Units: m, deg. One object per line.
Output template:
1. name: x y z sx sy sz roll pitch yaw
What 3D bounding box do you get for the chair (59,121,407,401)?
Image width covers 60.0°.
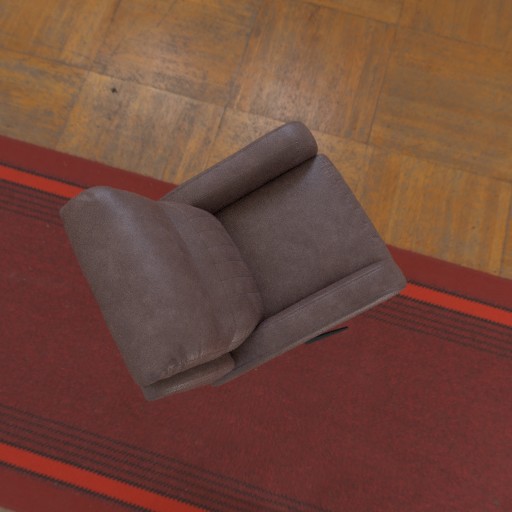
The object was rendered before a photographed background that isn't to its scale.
1. chair: 0.000 0.000 1.790 1.067 1.067 0.865 -28 77 -7
